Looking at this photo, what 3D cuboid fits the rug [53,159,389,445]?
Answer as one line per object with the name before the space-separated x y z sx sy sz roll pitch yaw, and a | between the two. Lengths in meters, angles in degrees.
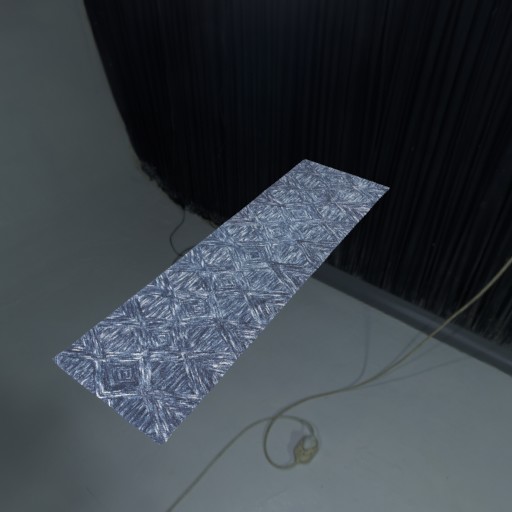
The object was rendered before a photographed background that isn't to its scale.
rug | 0.000 0.000 2.620 0.719 0.013 2.306 25 47 26
